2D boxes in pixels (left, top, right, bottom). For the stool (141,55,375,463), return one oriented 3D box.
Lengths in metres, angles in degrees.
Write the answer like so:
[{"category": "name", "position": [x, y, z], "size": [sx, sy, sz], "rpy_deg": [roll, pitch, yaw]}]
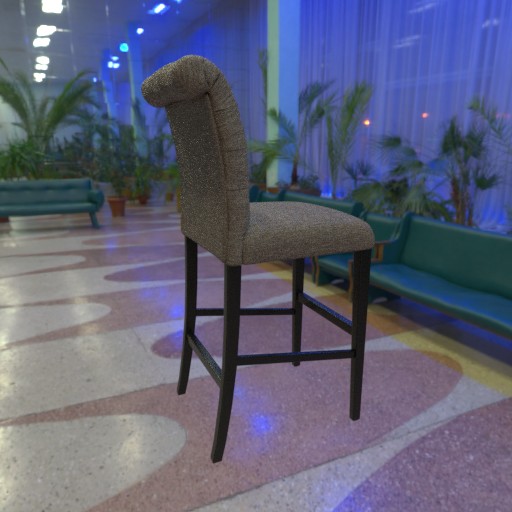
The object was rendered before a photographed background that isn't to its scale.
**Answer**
[{"category": "stool", "position": [0.000, 0.000, 1.453], "size": [0.613, 1.131, 0.452], "rpy_deg": [-7, 16, -24]}]
